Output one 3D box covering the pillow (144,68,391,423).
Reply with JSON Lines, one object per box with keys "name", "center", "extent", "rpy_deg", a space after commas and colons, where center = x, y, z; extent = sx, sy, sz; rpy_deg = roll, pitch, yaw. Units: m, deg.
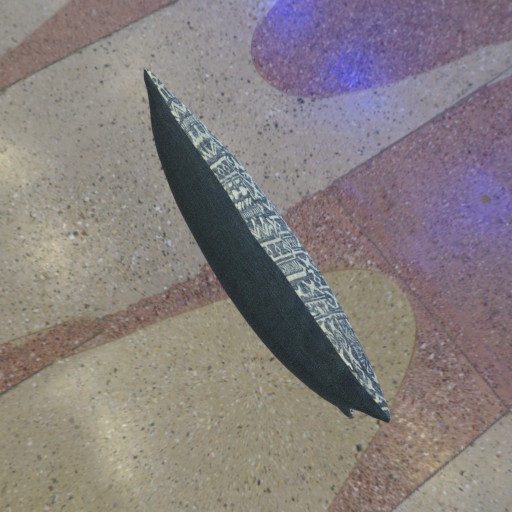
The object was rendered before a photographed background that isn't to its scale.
{"name": "pillow", "center": [0.000, 0.000, 0.744], "extent": [0.148, 0.292, 0.631], "rpy_deg": [-32, 76, -9]}
